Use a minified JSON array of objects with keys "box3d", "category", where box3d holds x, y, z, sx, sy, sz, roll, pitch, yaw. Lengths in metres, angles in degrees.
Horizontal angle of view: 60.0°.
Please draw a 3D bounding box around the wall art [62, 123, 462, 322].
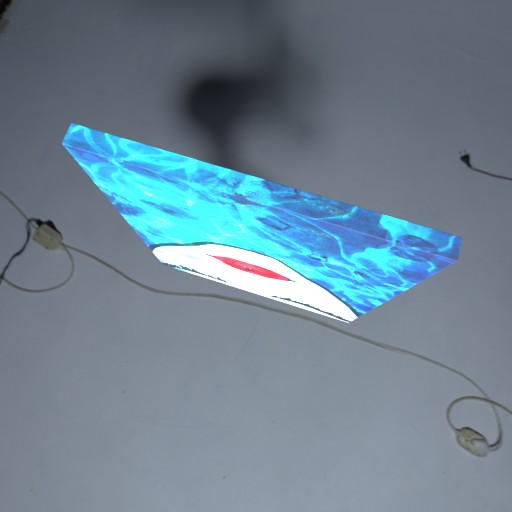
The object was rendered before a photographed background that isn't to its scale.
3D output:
[{"box3d":[0.000,0.000,1.021,0.609,0.760,0.038,17,76,5],"category":"wall art"}]
